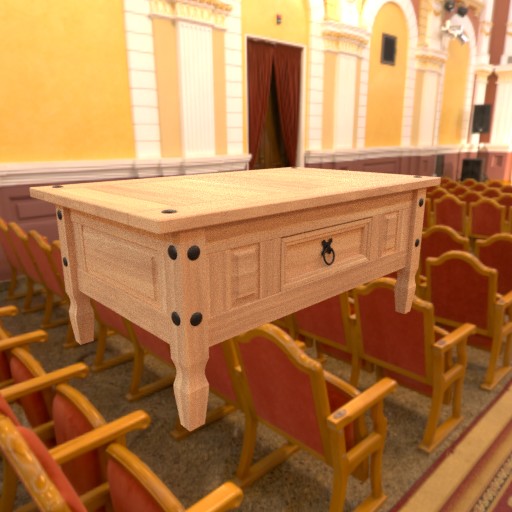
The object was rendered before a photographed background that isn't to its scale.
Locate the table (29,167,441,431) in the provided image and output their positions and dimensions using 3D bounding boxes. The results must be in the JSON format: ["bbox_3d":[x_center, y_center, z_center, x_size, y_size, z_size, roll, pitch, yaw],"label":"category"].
[{"bbox_3d":[0.000,0.000,1.292,1.000,0.437,0.600,-14,21,-42],"label":"table"}]
